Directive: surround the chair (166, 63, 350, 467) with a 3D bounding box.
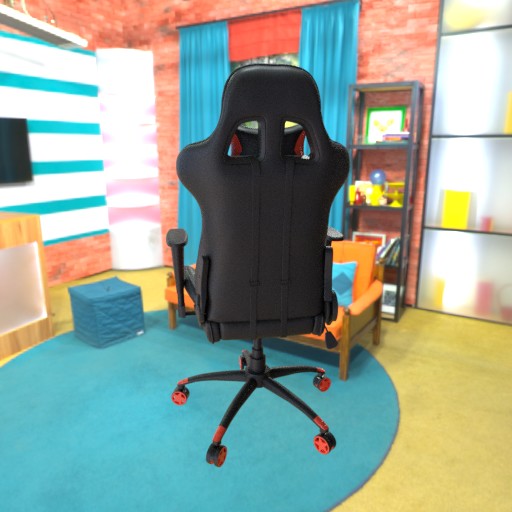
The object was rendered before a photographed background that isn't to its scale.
[{"bbox_3d":[0.000,0.000,1.699,0.695,1.282,0.730,-2,14,-9],"label":"chair"}]
